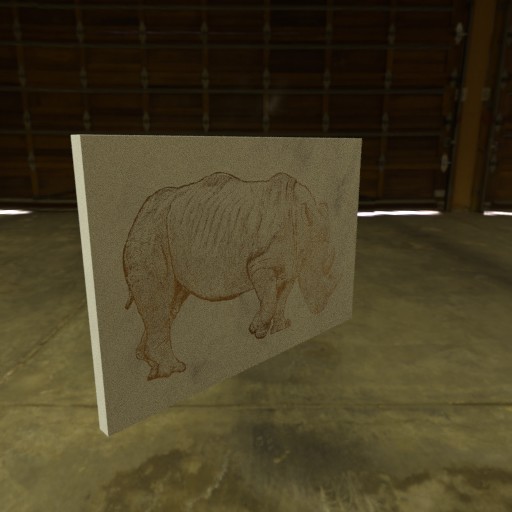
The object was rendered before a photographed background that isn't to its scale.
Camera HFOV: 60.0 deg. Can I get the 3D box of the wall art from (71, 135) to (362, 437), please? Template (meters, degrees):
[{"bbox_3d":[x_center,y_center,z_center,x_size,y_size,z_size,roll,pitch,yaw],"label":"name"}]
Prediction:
[{"bbox_3d":[0.000,0.000,1.180,0.038,0.610,0.915,14,20,43],"label":"wall art"}]
